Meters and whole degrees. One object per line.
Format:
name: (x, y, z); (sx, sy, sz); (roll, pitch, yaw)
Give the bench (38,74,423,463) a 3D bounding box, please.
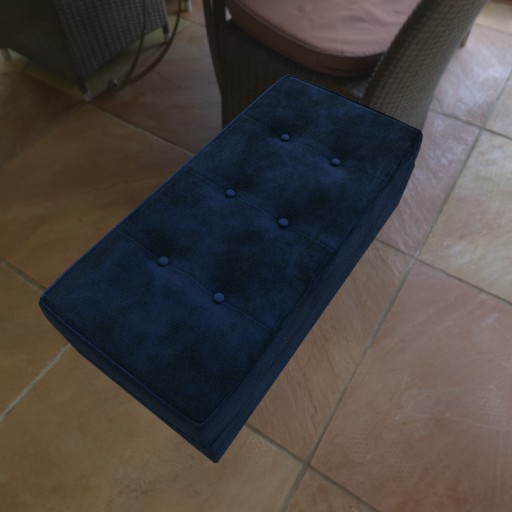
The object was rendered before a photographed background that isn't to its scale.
bench: (0.000, 0.000, 1.286); (0.489, 0.467, 1.010); (31, 62, 19)
